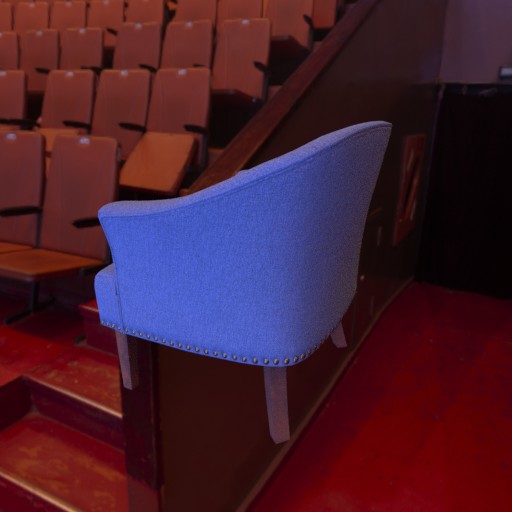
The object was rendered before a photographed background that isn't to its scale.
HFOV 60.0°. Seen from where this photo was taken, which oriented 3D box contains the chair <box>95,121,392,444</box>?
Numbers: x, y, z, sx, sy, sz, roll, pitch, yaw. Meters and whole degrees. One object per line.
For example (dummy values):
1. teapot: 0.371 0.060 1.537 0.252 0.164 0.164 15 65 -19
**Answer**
1. chair: 0.000 0.000 1.391 0.704 0.815 0.798 9 20 26
